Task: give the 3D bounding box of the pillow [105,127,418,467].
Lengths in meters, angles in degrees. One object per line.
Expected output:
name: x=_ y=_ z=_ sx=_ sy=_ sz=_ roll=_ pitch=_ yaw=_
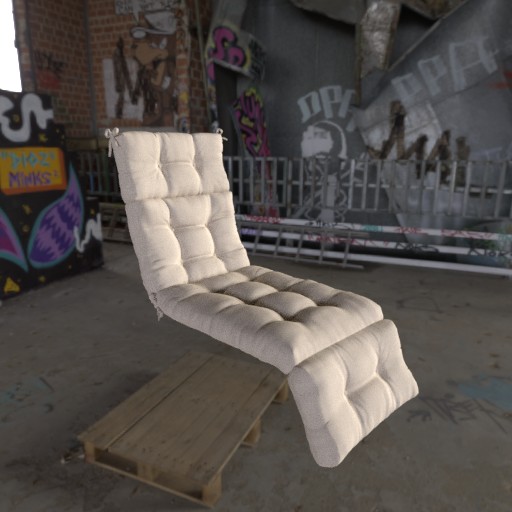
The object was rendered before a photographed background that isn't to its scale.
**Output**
pillow: x=0.000 y=0.000 z=1.495 sx=1.016 sy=0.863 sz=0.526 roll=13 pitch=19 yaw=42
